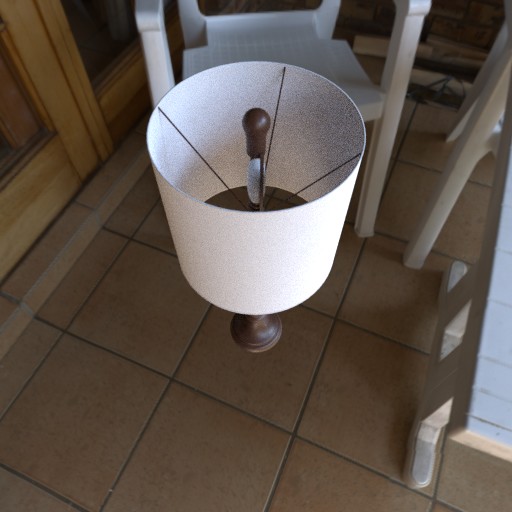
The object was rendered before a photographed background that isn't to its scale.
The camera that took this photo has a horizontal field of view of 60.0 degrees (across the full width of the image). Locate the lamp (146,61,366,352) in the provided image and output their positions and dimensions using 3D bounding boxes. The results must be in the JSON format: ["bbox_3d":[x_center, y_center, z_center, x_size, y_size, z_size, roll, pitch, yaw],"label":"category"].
[{"bbox_3d":[0.000,0.000,0.742,0.250,0.597,0.250,15,59,9],"label":"lamp"}]
